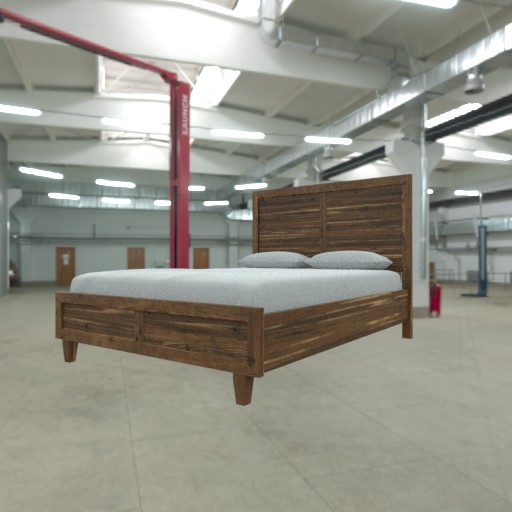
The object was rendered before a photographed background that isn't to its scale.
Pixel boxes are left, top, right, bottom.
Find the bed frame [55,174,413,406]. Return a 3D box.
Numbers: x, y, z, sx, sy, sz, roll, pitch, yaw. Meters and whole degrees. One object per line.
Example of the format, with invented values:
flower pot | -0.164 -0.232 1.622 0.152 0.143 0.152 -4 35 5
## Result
bed frame | 0.000 0.000 3.416 1.696 1.417 2.276 0 0 36
